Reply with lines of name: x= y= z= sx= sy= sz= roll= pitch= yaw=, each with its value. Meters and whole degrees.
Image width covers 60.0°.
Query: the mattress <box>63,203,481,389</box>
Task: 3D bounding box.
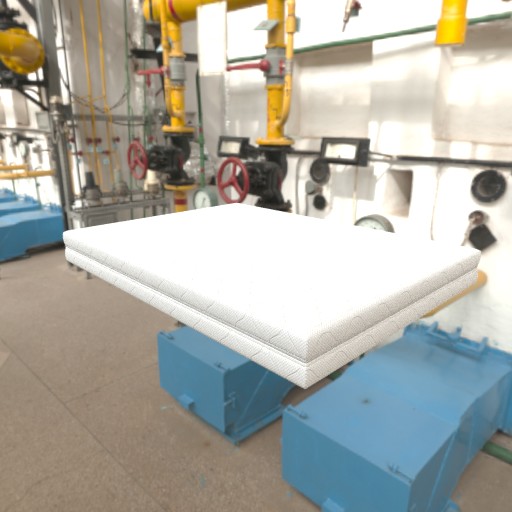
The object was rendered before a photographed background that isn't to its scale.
mattress: x=0.000 y=0.000 z=2.491 sx=1.400 sy=0.200 sz=1.900 roll=-16 pitch=23 yaw=-42
